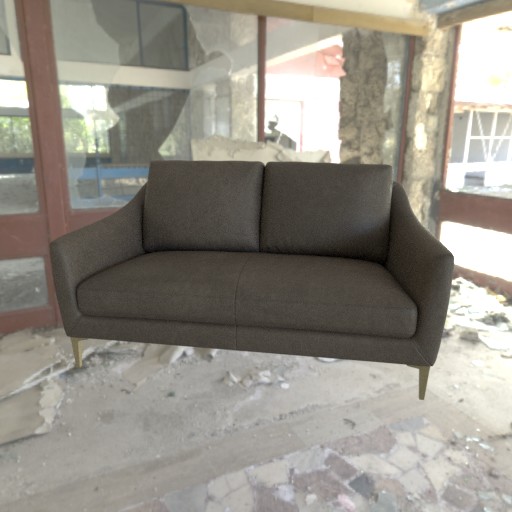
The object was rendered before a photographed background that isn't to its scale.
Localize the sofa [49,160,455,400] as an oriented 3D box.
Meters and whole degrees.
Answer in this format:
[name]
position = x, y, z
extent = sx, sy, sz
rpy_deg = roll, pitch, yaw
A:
[sofa]
position = 0.000, 0.000, 2.192
extent = 1.619, 0.902, 0.960
rpy_deg = 3, 14, 10
